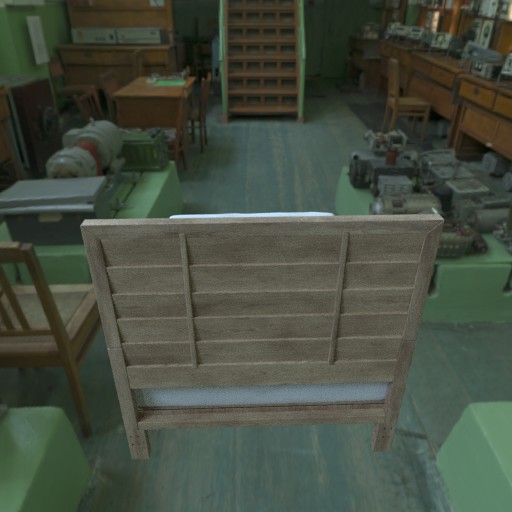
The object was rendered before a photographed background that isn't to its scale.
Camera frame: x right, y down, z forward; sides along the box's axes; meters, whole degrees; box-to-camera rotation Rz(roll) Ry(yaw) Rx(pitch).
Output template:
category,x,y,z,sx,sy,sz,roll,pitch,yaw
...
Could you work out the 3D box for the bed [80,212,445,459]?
category,x,y,z,sx,sy,sz,roll,pitch,yaw
bed,0.000,0.000,3.324,1.626,1.626,2.197,-1,30,-2
